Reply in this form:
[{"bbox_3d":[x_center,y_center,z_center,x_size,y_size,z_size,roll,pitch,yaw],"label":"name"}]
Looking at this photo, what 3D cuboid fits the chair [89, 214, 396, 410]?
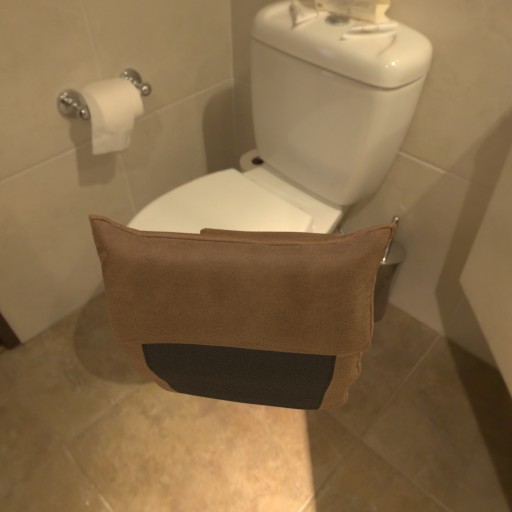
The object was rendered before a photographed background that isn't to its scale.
[{"bbox_3d":[0.000,0.000,1.556,0.714,0.892,0.985,5,47,4],"label":"chair"}]
